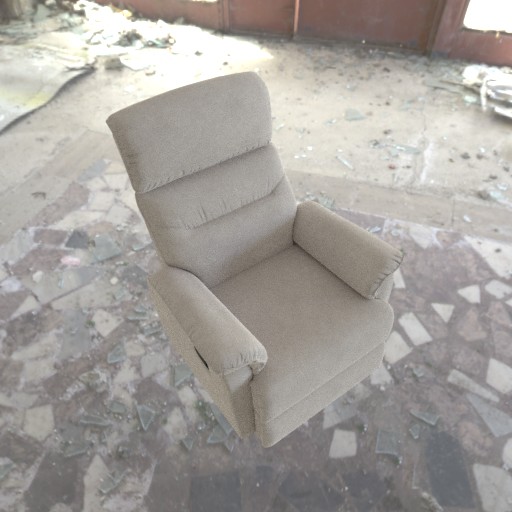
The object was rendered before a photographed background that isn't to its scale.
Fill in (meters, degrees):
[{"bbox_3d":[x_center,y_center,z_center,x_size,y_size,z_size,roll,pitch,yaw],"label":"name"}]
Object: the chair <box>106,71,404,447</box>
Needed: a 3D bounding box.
[{"bbox_3d":[0.000,0.000,1.718,0.820,1.039,1.001,-27,52,-23],"label":"chair"}]
